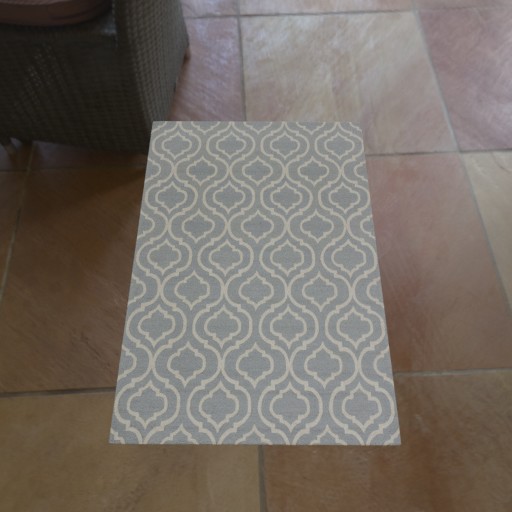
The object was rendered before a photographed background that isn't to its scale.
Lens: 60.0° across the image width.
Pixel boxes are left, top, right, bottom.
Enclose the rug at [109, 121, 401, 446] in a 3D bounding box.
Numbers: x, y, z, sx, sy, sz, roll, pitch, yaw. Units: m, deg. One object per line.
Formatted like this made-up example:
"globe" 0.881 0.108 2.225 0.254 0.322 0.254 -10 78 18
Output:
"rug" 0.000 0.000 2.648 1.451 0.010 2.080 0 64 0
